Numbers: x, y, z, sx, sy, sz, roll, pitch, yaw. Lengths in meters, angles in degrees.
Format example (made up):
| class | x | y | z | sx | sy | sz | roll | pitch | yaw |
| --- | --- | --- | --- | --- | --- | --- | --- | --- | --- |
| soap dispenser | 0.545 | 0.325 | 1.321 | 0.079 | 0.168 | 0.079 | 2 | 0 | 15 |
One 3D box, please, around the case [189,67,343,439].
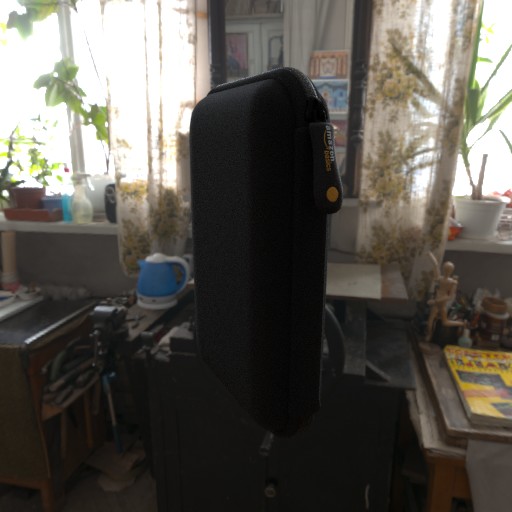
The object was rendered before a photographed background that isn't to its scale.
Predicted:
| class | x | y | z | sx | sy | sz | roll | pitch | yaw |
| --- | --- | --- | --- | --- | --- | --- | --- | --- | --- |
| case | 0.000 | 0.000 | 0.194 | 0.030 | 0.147 | 0.107 | -7 | 16 | -26 |
